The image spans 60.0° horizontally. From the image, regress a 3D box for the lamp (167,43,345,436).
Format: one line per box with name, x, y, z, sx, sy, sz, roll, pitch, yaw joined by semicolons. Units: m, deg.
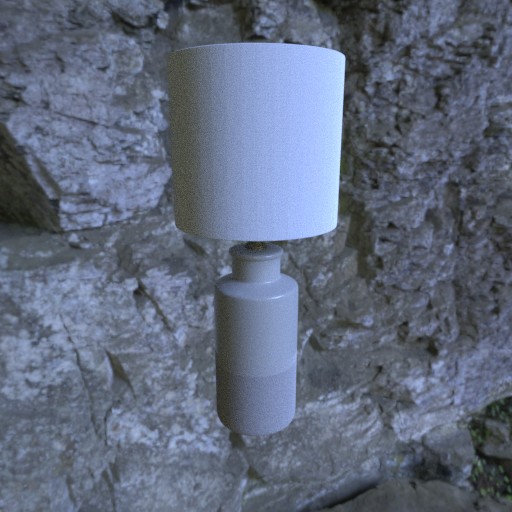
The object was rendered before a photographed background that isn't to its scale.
lamp;0.000;0.000;0.602;0.212;0.493;0.212;-8;18;-27
